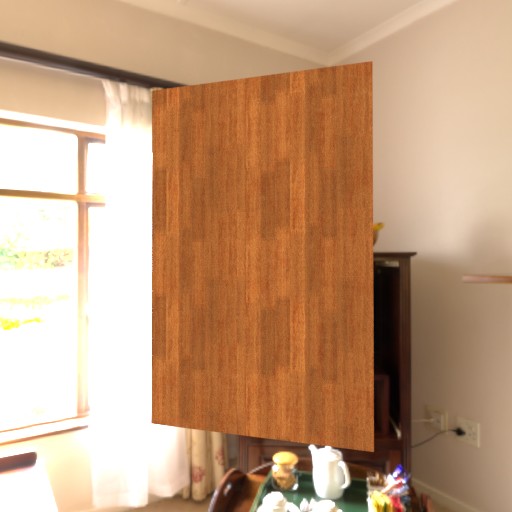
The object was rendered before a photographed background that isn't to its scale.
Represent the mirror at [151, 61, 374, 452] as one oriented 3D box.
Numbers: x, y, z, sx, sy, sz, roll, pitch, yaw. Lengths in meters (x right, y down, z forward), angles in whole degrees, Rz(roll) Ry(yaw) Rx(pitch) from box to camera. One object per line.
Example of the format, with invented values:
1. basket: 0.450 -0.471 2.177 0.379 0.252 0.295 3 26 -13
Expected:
1. mirror: 0.000 0.000 1.267 0.651 1.010 0.047 0 -1 18
